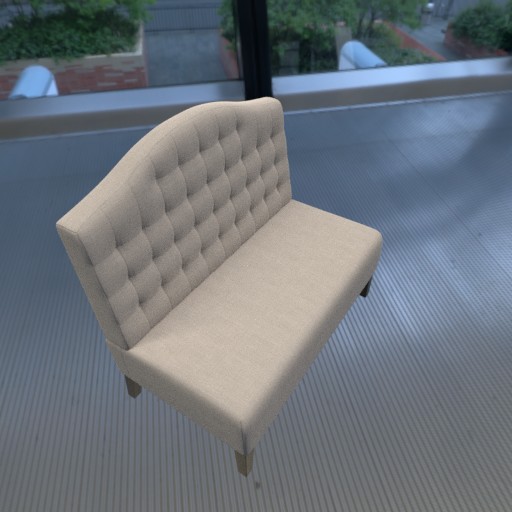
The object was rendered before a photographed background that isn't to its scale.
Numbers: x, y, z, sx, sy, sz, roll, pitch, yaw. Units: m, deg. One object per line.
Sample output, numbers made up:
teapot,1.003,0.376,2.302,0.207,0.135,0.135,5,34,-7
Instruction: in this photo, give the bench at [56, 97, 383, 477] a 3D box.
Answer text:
bench,0.000,0.000,2.053,0.815,1.180,1.335,24,47,25
